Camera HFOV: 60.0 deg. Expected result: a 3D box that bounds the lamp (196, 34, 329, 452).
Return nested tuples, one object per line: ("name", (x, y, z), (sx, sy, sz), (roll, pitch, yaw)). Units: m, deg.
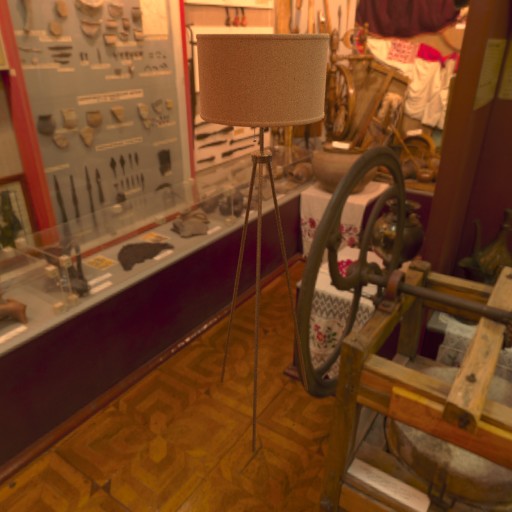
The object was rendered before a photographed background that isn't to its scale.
("lamp", (0.000, 0.000, 1.724), (0.460, 1.545, 0.449), (18, 32, 32))
